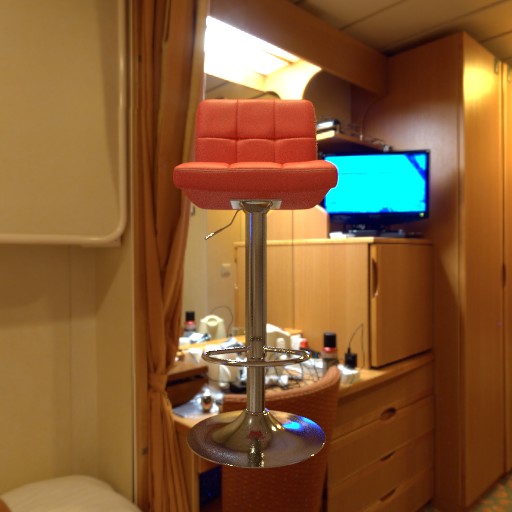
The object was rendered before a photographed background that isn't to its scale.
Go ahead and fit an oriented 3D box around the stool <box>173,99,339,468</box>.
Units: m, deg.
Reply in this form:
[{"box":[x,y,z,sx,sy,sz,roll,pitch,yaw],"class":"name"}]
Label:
[{"box":[0.000,0.000,1.364,0.430,1.115,0.505,0,0,0],"class":"stool"}]
